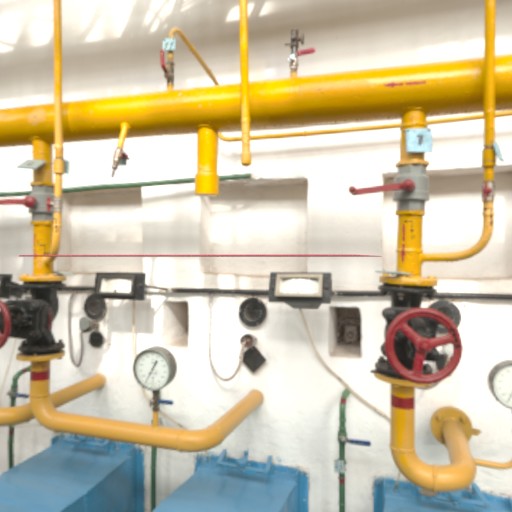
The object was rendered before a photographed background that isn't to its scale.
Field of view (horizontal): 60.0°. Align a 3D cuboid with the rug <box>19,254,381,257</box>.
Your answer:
[{"bbox_3d":[0.000,0.000,2.974,1.534,0.010,2.423,0,0,18],"label":"rug"}]
